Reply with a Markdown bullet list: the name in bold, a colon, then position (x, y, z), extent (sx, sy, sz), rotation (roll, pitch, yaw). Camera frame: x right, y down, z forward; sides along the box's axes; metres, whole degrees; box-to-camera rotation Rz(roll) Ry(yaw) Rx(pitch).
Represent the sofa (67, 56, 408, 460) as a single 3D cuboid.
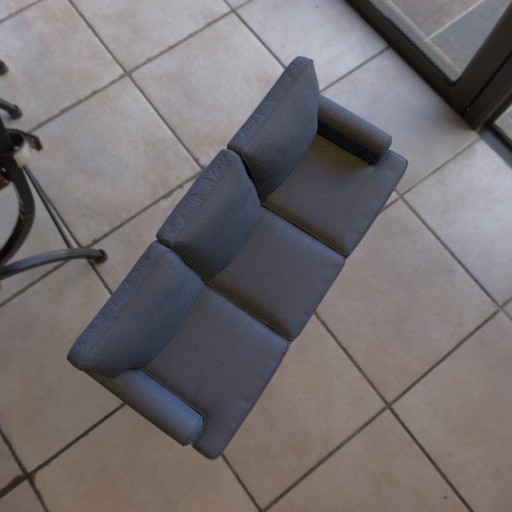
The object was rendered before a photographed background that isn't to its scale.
- **sofa**: position (0.000, 0.000, 2.633), extent (0.951, 0.965, 2.158), rotation (33, 78, 8)
